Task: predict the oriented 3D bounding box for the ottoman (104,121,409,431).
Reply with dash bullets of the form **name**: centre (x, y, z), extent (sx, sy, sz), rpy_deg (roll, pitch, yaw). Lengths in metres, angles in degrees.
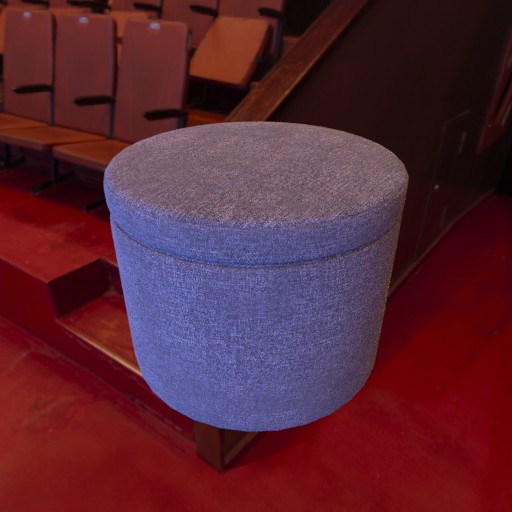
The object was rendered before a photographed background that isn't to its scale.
- **ottoman**: centre (0.000, 0.000, 0.847), extent (0.500, 0.419, 0.500), rpy_deg (0, 31, 0)
